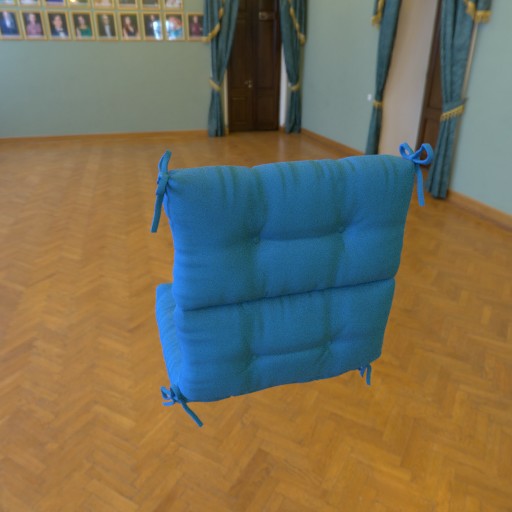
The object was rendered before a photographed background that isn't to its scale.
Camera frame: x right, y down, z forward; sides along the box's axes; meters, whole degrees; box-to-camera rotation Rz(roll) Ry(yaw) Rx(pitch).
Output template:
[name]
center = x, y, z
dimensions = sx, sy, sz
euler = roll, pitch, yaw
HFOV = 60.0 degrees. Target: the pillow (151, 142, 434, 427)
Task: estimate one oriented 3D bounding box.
[pillow]
center = 0.000, 0.000, 1.061
dimensions = 0.519, 0.605, 0.571
euler = -7, 26, -15
